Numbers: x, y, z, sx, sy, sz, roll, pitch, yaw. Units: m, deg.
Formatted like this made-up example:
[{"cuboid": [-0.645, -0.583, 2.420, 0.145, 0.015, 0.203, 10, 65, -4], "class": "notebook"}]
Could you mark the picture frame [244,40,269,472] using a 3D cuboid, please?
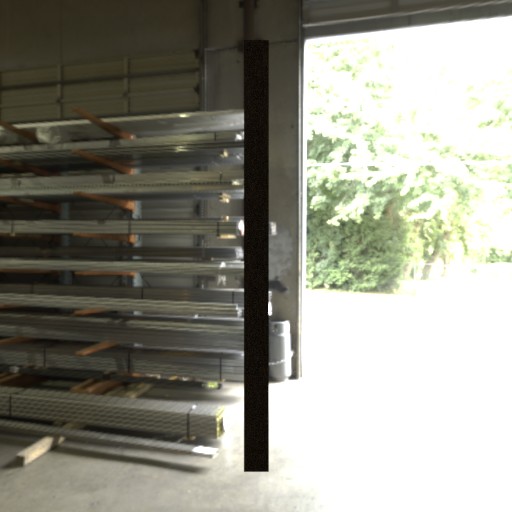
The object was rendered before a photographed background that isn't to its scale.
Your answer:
[{"cuboid": [0.000, 0.000, 0.740, 0.026, 0.455, 0.546, 0, 0, 0], "class": "picture frame"}]
